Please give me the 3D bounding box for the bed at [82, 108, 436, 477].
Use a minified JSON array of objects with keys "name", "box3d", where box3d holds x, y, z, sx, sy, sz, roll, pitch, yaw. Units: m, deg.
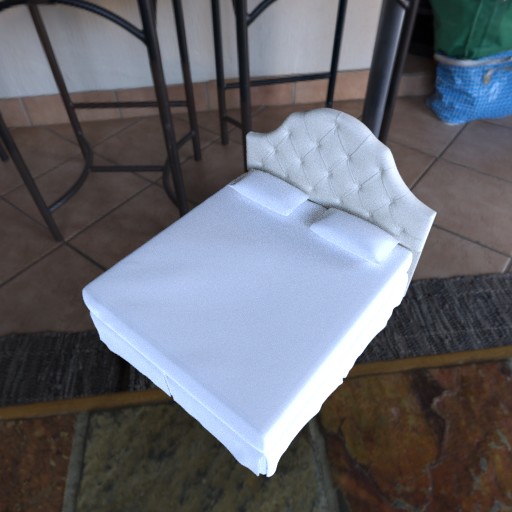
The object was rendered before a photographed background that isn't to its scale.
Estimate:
[{"name":"bed","box3d":[0.000,0.000,3.590,2.008,1.615,2.214,31,53,26]}]
